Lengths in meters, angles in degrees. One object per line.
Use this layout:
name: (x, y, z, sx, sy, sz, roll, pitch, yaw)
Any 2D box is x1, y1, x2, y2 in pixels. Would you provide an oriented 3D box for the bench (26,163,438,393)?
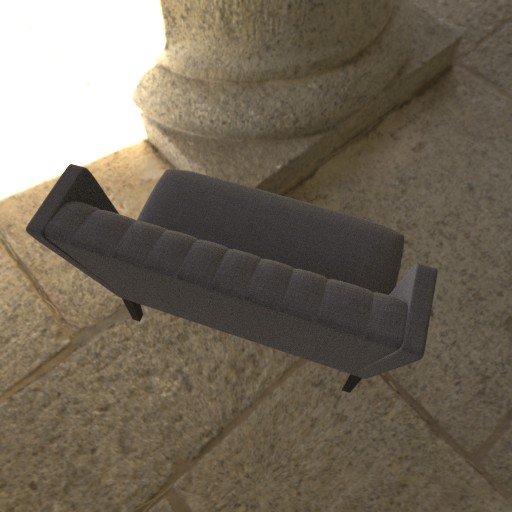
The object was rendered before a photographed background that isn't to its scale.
bench: (0.000, 0.000, 1.969, 1.276, 1.121, 0.842, 17, 64, 9)
